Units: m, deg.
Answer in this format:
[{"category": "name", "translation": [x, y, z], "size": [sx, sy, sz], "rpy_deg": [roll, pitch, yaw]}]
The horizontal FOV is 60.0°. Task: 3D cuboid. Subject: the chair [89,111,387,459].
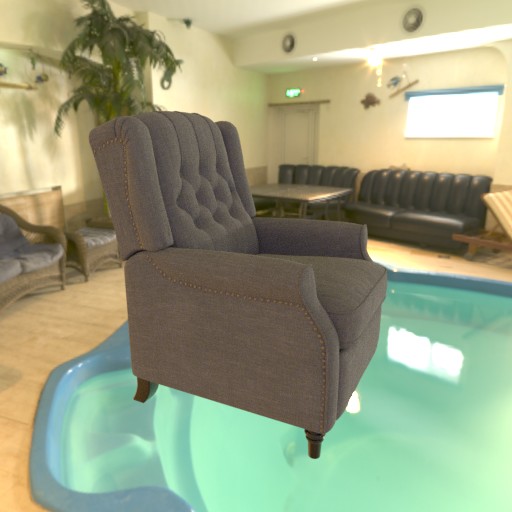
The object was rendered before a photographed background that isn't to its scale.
[{"category": "chair", "translation": [0.000, 0.000, 1.638], "size": [0.898, 1.035, 0.742], "rpy_deg": [8, 17, 26]}]
